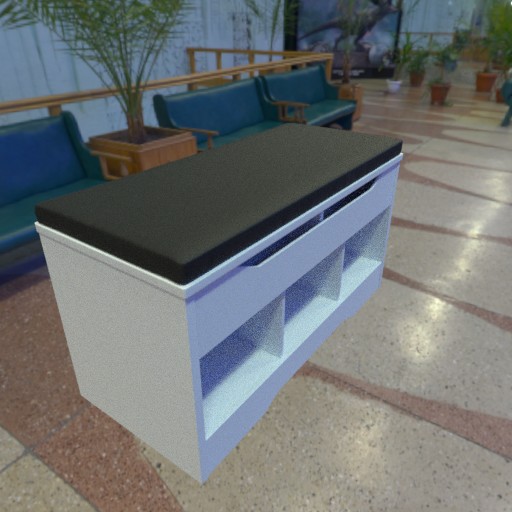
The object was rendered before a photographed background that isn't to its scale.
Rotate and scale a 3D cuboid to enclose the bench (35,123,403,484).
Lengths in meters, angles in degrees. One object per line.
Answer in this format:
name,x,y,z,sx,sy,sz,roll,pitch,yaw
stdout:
bench,0.000,0.000,1.163,0.401,0.500,0.899,19,34,31
